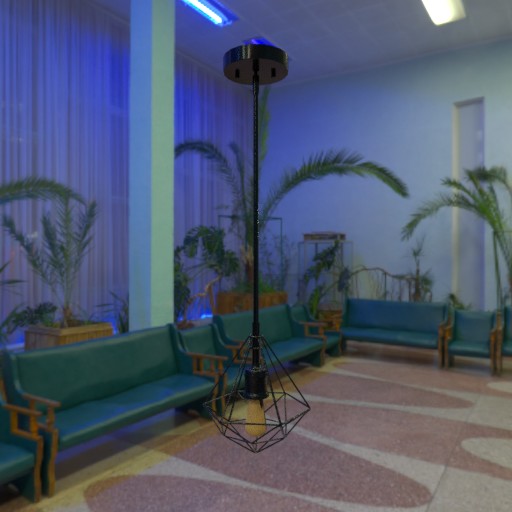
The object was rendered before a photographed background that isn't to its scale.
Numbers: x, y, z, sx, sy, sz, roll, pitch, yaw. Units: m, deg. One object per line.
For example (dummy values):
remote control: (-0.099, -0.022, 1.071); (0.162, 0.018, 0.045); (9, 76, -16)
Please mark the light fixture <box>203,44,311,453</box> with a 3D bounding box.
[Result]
light fixture: (0.000, 0.000, 1.989); (0.431, 1.764, 0.487); (0, 0, 36)
